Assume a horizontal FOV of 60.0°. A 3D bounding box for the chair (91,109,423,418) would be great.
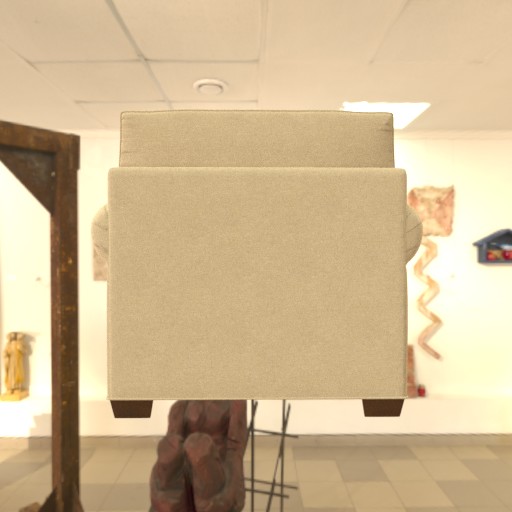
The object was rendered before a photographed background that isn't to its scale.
[{"bbox_3d":[0.000,0.000,1.722,1.040,0.955,0.863,0,1,-1],"label":"chair"}]
